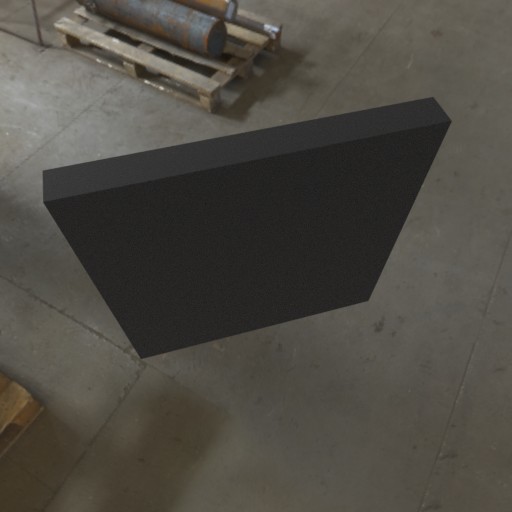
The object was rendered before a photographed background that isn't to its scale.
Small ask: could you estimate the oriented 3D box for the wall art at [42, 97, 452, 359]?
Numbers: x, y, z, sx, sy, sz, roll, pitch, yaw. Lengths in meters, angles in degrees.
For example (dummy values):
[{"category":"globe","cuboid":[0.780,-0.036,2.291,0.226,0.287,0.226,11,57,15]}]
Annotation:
[{"category":"wall art","cuboid":[0.000,0.000,0.458,0.308,0.305,0.030,-13,58,-8]}]
